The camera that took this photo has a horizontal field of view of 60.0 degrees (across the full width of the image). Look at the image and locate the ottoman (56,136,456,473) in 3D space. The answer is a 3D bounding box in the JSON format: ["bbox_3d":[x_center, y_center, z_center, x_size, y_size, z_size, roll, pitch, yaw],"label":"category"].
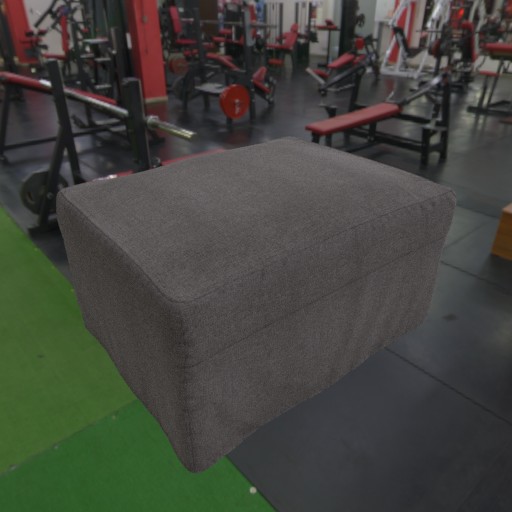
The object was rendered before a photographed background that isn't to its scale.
[{"bbox_3d":[0.000,0.000,1.216,0.833,0.492,0.652,-22,37,-32],"label":"ottoman"}]
